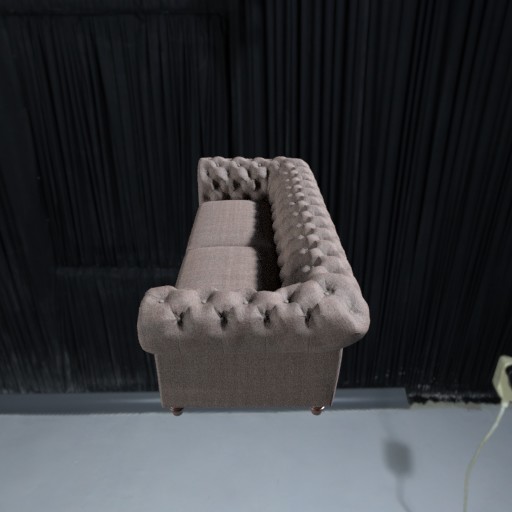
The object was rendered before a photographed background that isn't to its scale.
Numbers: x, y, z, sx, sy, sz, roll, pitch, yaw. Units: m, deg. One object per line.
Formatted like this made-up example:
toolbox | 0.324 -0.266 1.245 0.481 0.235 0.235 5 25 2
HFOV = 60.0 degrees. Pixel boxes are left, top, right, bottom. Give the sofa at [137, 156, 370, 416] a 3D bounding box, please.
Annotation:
sofa | 0.000 0.000 2.886 0.944 0.787 2.385 0 27 0
